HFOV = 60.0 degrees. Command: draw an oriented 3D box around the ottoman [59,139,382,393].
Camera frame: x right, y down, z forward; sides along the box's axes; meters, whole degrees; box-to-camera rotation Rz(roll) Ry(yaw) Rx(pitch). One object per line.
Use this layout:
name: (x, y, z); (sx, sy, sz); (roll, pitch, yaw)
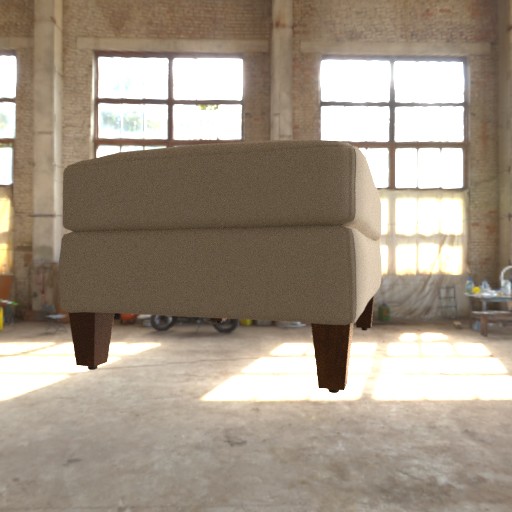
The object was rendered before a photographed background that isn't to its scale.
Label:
ottoman: (0.000, 0.000, 1.202); (0.634, 0.485, 0.818); (0, 0, 18)
